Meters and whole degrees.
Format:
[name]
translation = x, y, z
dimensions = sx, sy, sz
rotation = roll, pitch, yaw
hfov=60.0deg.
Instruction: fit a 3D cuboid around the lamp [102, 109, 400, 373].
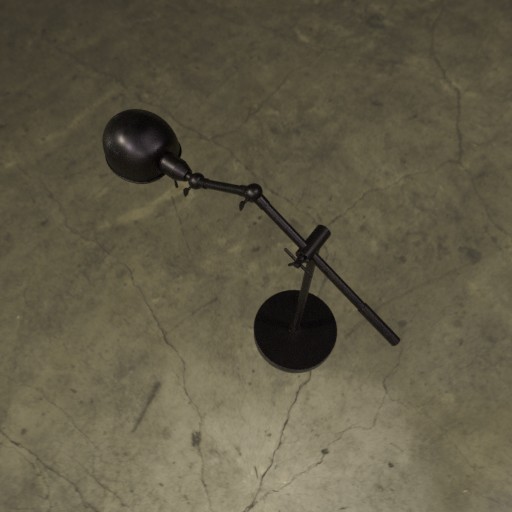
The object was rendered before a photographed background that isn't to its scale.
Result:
[lamp]
translation = 0.000, 0.000, 0.820
dimensions = 0.567, 0.495, 0.185
rotation = 34, 67, 16
